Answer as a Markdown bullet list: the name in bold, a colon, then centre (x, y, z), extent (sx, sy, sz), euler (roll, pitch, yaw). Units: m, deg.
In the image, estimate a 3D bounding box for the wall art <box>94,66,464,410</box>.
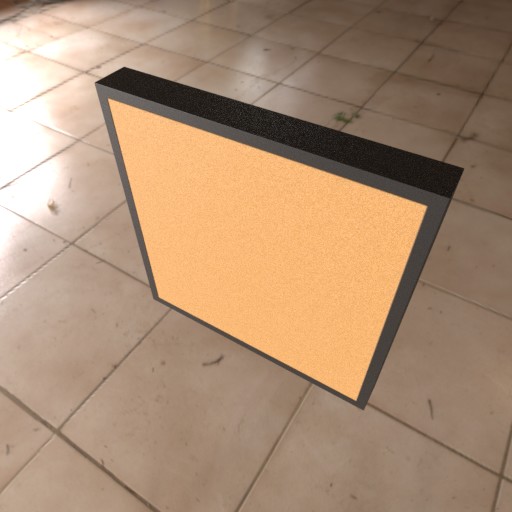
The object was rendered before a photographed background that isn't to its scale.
- **wall art**: centre (0.000, 0.000, 0.450), extent (0.304, 0.304, 0.038), euler (24, 51, 21)
